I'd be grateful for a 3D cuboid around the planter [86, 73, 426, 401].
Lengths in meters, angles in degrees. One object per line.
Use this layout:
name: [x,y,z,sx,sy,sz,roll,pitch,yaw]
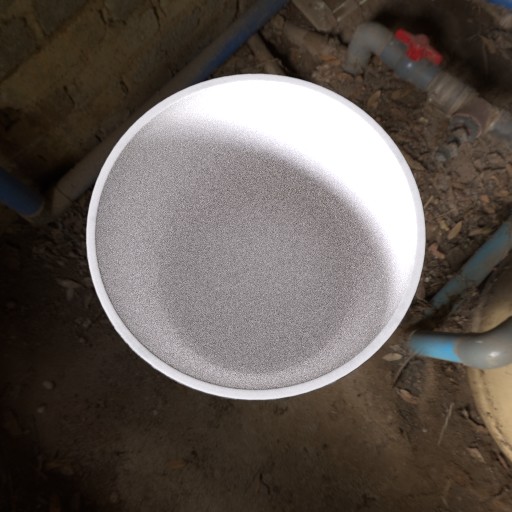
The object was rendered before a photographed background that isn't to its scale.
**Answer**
planter: [0.000,0.000,0.439,0.254,0.221,0.254,0,77,0]
